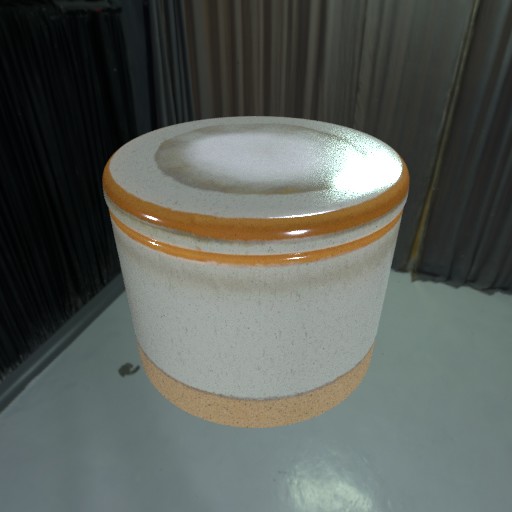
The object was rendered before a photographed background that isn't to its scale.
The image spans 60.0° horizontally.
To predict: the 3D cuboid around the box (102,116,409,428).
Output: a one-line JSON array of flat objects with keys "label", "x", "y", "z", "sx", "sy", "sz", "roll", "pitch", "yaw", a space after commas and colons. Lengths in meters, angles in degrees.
[{"label": "box", "x": 0.000, "y": 0.000, "z": 0.208, "sx": 0.123, "sy": 0.100, "sz": 0.123, "roll": 0, "pitch": 32, "yaw": 0}]
